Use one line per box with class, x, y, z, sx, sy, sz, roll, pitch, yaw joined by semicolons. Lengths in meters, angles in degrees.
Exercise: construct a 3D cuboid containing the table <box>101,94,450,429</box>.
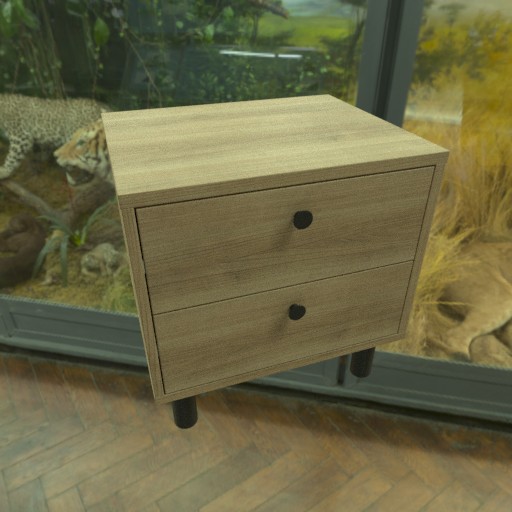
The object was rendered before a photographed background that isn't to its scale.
table;0.000;0.000;0.812;0.445;0.460;0.380;-11;34;-16
